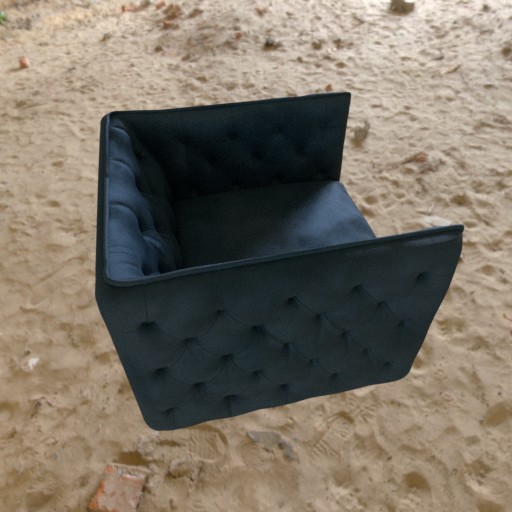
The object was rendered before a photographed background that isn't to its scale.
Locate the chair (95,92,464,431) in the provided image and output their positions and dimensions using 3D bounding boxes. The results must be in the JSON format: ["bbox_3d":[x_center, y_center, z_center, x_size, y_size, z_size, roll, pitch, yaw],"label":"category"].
[{"bbox_3d":[0.000,0.000,1.507,0.877,0.771,0.868,-9,46,-9],"label":"chair"}]
